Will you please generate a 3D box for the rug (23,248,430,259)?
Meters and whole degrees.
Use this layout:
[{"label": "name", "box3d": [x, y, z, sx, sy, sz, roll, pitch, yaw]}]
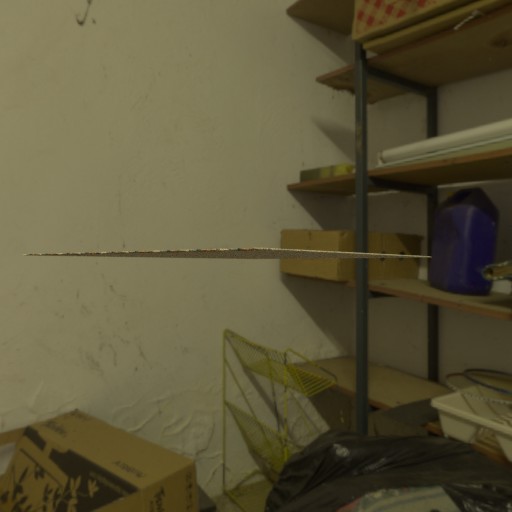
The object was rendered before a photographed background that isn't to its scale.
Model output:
[{"label": "rug", "box3d": [0.000, 0.000, 3.454, 1.971, 0.010, 2.651, -1, -1, 36]}]
